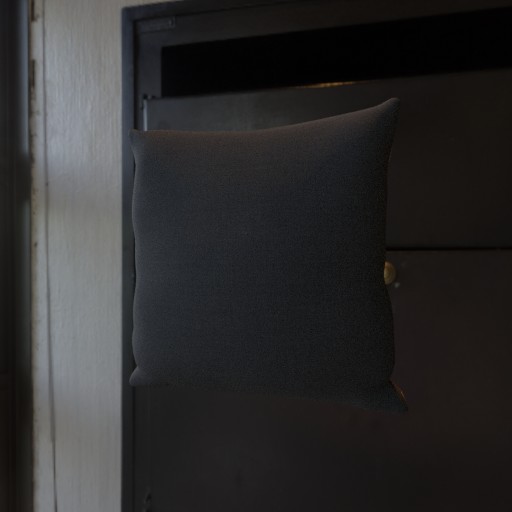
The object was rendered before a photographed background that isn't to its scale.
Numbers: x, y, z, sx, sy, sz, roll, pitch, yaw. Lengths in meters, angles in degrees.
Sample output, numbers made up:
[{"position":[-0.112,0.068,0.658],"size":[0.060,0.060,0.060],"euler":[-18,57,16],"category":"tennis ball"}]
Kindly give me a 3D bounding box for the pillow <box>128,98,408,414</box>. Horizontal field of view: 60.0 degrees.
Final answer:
[{"position":[0.000,0.000,0.774],"size":[0.503,0.496,0.208],"euler":[0,0,18],"category":"pillow"}]
